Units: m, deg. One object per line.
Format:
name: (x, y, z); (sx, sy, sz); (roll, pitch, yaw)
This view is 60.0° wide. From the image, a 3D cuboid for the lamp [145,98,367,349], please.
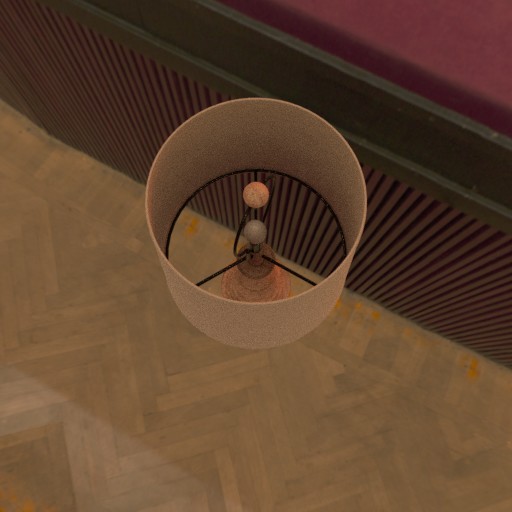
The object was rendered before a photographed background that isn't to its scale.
lamp: (0.000, 0.000, 0.663); (0.273, 0.497, 0.273); (0, 75, 0)
